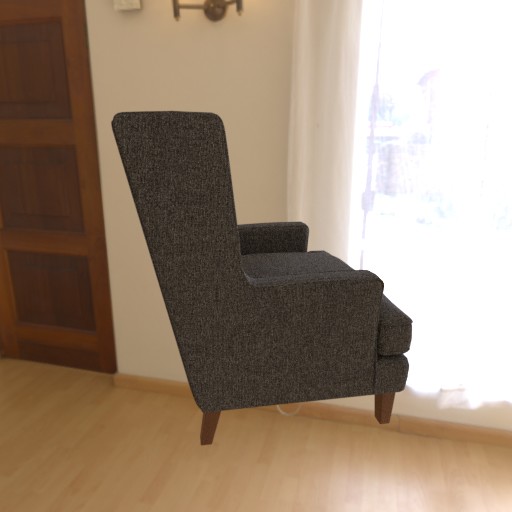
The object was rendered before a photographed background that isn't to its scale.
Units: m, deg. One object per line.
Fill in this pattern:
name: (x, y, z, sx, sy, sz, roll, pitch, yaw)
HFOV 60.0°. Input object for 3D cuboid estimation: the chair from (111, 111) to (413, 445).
chair: (0.000, 0.000, 1.799, 0.927, 1.082, 0.942, -3, 16, -10)
